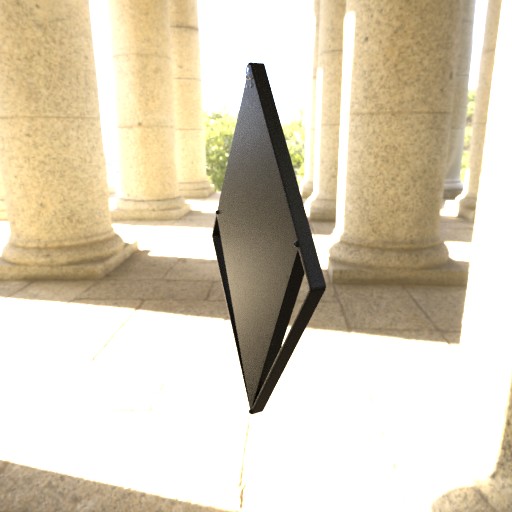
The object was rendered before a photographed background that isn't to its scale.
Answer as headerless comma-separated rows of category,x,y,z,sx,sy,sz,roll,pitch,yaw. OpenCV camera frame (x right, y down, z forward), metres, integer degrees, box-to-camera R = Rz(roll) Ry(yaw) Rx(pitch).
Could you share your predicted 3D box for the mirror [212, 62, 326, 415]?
mirror,0.000,0.000,0.839,0.032,0.679,0.419,-7,16,-25
